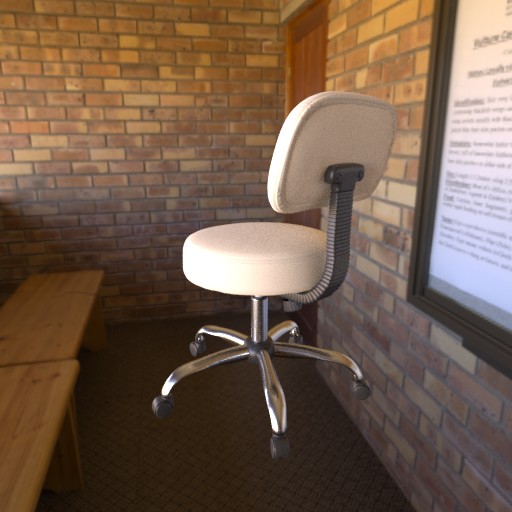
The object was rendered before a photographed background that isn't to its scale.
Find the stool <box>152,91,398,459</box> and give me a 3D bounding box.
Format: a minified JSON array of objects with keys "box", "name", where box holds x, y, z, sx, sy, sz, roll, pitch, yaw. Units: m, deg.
[{"box":[0.000,0.000,1.223,0.609,0.810,0.616,-14,21,-43],"name":"stool"}]
